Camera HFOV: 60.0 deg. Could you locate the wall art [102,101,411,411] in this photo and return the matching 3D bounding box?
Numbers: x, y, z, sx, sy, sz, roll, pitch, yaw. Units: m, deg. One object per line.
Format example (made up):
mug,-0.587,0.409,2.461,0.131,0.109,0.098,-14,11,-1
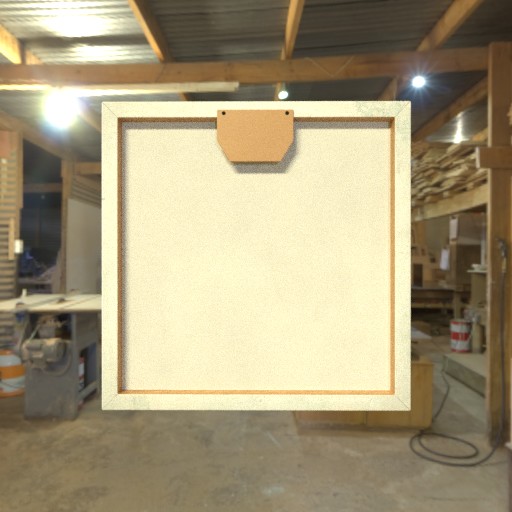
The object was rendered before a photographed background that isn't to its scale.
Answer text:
wall art,0.000,0.000,0.881,0.605,0.605,0.044,0,0,0
